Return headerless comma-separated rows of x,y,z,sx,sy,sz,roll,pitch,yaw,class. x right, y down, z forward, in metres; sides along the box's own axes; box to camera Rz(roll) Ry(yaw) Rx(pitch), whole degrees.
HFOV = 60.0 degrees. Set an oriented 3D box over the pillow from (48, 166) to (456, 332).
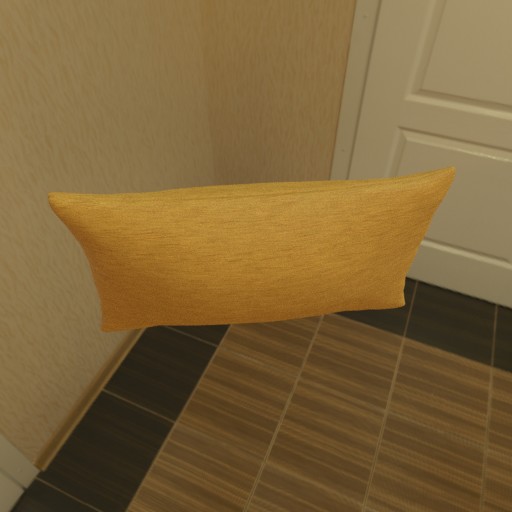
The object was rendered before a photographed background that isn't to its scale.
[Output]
0.000,0.000,0.804,0.634,0.354,0.210,-4,47,-4,pillow
